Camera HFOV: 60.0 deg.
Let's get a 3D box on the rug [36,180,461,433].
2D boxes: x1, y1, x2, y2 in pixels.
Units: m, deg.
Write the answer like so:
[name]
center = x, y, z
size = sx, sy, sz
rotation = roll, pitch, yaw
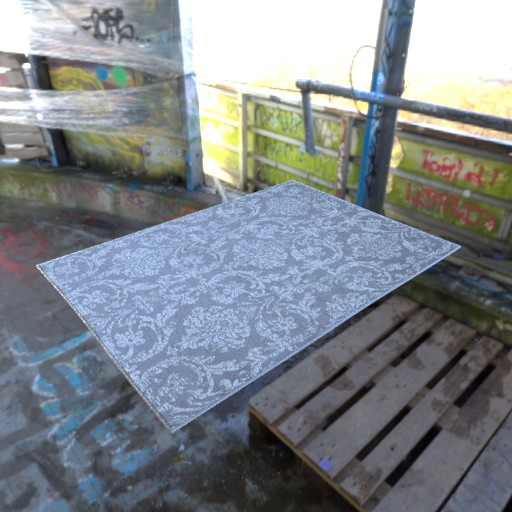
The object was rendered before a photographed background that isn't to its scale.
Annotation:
[rug]
center = 0.000, 0.000, 2.819
size = 2.206, 0.014, 1.578
rotation = -24, 38, -34
